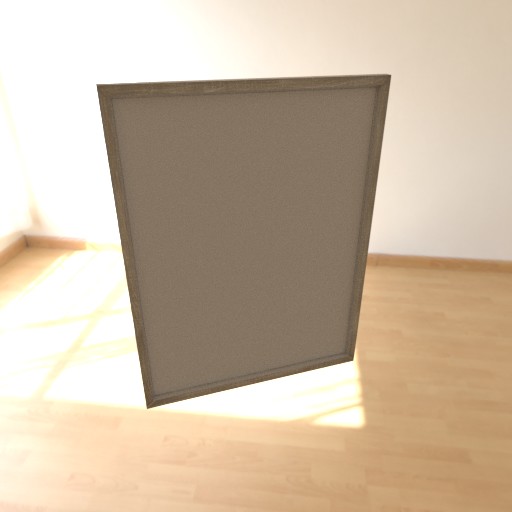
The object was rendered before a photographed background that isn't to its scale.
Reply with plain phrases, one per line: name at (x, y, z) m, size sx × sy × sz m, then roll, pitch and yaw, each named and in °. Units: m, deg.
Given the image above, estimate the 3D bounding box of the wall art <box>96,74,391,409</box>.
wall art at (0.000, 0.000, 1.370) m, size 0.781 × 1.022 × 0.035 m, roll -9°, pitch 29°, yaw -16°
